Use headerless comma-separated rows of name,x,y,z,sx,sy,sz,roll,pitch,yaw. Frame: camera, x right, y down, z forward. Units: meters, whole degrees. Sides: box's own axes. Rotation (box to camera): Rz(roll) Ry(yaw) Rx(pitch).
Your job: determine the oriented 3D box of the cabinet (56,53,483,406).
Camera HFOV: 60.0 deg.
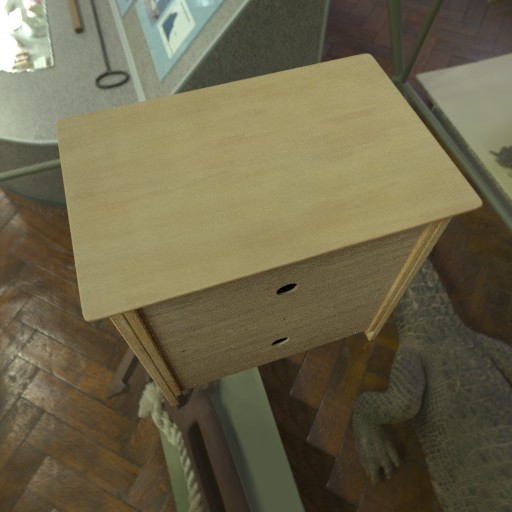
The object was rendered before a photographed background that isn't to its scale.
cabinet,0.000,0.000,1.236,0.763,0.762,0.503,-16,60,-9
